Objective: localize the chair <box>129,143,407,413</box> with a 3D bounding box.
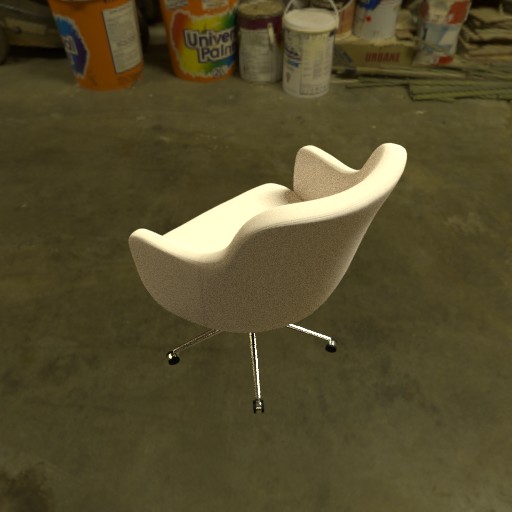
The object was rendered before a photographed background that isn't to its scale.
[{"bbox_3d":[0.000,0.000,1.237,0.602,0.819,0.647,-31,54,-27],"label":"chair"}]
